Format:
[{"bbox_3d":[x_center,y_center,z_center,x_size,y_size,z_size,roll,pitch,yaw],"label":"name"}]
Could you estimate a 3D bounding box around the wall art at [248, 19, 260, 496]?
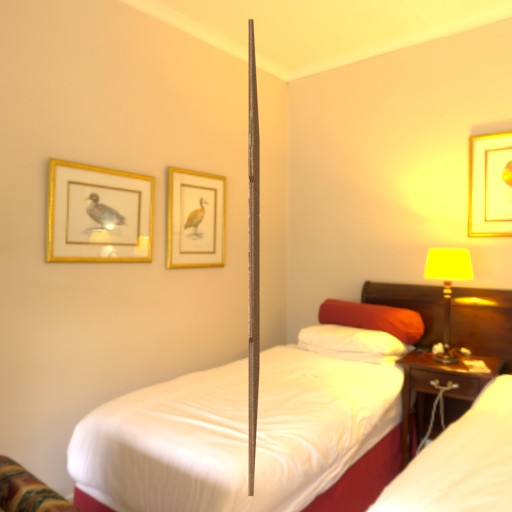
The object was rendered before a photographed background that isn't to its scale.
[{"bbox_3d":[0.000,0.000,1.733,0.013,1.213,1.215,0,1,1],"label":"wall art"}]
